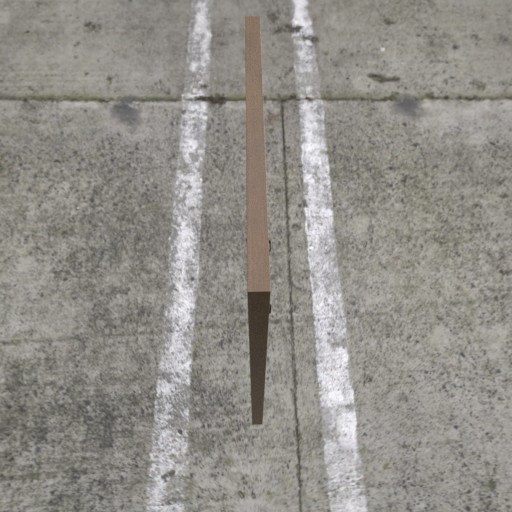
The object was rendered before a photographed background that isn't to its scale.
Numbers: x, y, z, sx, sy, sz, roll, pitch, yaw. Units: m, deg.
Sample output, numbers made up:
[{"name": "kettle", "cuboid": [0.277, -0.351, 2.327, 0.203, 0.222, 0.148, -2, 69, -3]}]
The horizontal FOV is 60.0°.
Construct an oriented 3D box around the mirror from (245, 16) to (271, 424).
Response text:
[{"name": "mirror", "cuboid": [0.000, 0.000, 1.325, 0.041, 1.016, 0.762, -1, 58, -1]}]
